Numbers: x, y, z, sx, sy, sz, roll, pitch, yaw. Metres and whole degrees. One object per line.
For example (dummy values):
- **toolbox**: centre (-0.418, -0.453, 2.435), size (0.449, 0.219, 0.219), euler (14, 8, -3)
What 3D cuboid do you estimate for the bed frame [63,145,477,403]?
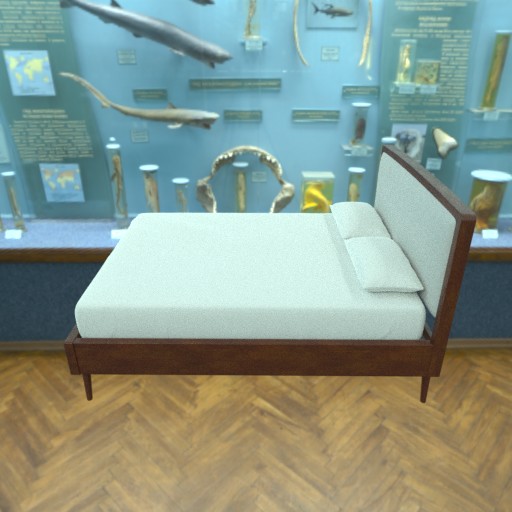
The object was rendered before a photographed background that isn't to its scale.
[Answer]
- **bed frame**: centre (0.000, 0.000, 3.145), size (2.171, 1.279, 1.587), euler (0, 26, 0)
